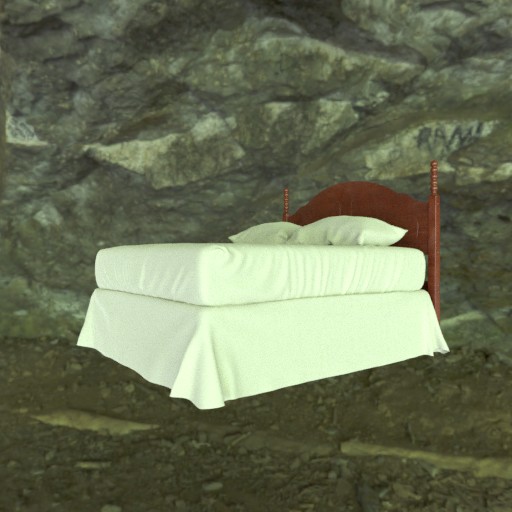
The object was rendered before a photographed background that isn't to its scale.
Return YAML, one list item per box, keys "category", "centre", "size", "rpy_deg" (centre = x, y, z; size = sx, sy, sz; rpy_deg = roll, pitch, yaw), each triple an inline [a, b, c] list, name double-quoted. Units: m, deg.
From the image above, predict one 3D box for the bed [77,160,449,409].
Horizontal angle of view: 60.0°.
- category: "bed"
  centre: [0.000, 0.000, 3.185]
  size: [2.040, 1.356, 1.873]
  rpy_deg: [0, 0, -37]
